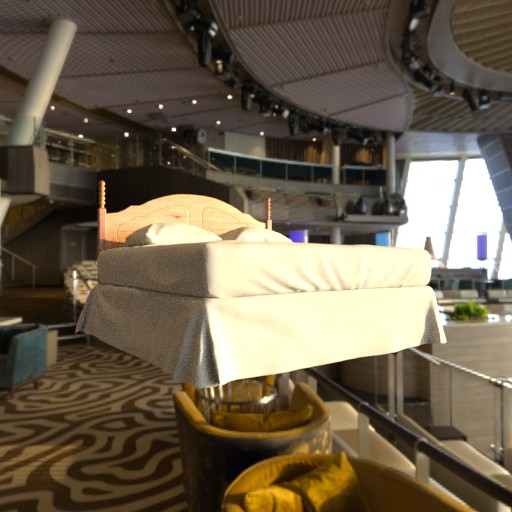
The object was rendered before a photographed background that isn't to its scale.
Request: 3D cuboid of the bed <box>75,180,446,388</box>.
[{"bbox_3d":[0.000,0.000,3.629,2.322,1.355,2.219,0,-1,-35],"label":"bed"}]
